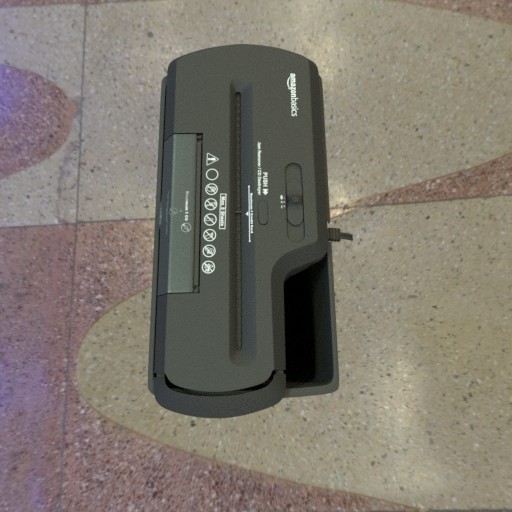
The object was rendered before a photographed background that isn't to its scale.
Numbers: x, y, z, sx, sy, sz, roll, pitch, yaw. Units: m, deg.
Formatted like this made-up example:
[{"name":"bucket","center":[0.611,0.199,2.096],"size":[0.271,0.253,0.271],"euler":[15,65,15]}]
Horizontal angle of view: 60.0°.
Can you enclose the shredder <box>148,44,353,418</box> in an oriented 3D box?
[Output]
[{"name":"shredder","center":[0.000,0.000,0.508],"size":[0.170,0.335,0.320],"euler":[-1,76,0]}]
